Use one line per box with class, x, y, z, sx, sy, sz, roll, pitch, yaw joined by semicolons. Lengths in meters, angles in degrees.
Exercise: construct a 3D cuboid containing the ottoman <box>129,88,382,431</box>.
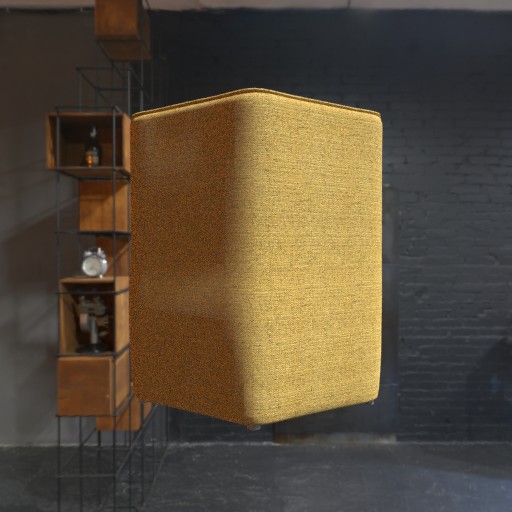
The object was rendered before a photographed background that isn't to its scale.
ottoman;0.000;0.000;0.874;0.443;0.502;0.494;0;1;1
